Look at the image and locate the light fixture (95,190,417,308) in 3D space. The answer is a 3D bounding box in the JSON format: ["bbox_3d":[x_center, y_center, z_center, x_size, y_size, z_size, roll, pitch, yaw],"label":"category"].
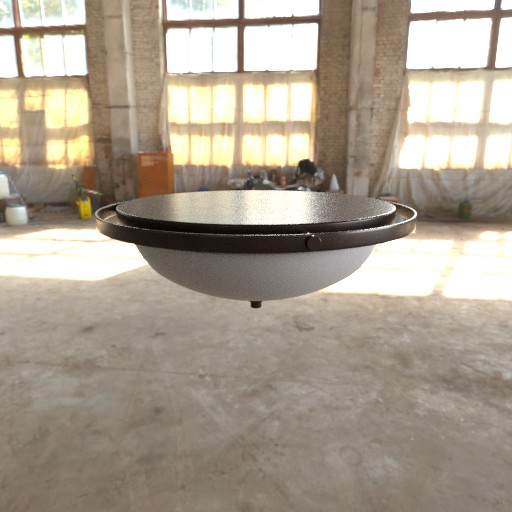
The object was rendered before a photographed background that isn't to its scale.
[{"bbox_3d":[0.000,0.000,0.540,0.361,0.130,0.361,0,14,0],"label":"light fixture"}]
